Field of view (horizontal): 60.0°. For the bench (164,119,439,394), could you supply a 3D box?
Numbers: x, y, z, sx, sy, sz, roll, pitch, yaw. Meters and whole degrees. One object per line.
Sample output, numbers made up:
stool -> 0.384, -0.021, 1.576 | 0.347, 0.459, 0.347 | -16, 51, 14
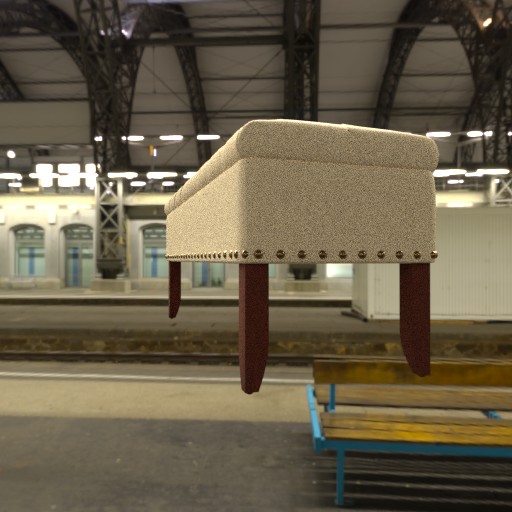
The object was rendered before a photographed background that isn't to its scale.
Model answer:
bench -> 0.000, 0.000, 1.263 | 0.400, 0.470, 1.054 | 0, 0, -18
